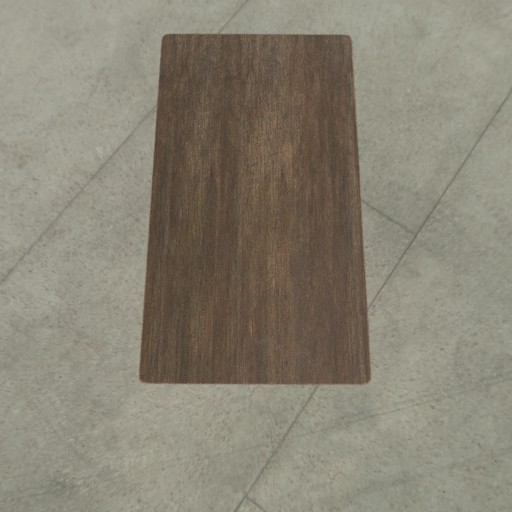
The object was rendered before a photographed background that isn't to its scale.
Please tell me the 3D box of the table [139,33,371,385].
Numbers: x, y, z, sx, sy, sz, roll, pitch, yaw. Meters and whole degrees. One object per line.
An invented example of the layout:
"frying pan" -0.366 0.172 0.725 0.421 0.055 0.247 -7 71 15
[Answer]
"table" 0.000 0.000 0.845 0.254 0.637 0.450 0 76 0
